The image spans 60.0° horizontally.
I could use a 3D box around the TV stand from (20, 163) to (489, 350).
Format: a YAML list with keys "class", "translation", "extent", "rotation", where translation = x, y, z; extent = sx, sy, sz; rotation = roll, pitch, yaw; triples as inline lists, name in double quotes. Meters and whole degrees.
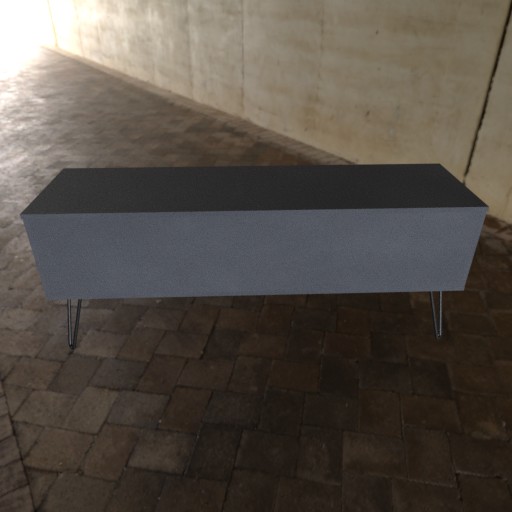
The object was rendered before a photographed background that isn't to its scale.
- class: "TV stand"
  translation: [0.000, 0.000, 1.637]
  extent: [1.400, 0.560, 0.400]
  rotation: [-1, 31, -2]
